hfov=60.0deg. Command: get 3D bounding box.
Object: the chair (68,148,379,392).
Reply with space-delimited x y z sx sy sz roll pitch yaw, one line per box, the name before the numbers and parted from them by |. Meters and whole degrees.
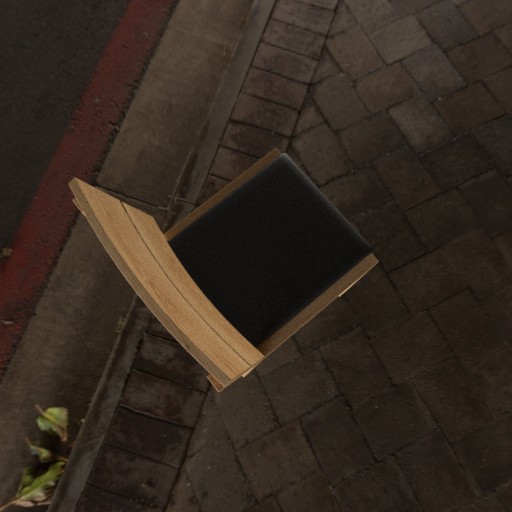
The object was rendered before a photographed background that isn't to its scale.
chair | 0.000 0.000 1.285 0.569 0.950 0.475 -38 79 -9
